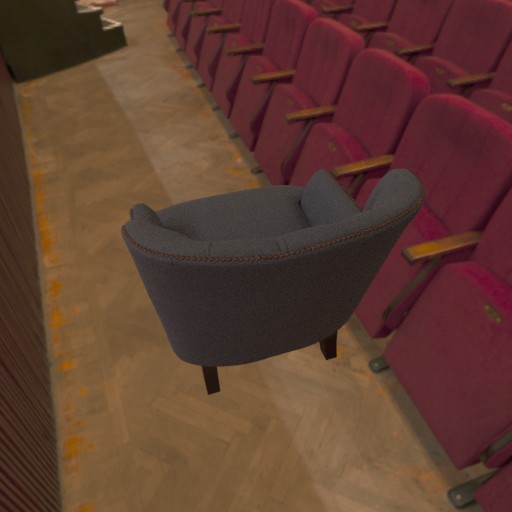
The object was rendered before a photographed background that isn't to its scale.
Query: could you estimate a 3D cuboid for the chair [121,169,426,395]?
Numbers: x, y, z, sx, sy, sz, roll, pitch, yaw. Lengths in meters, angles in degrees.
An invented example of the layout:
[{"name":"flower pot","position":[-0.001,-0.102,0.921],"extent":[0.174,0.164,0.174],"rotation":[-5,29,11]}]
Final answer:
[{"name":"chair","position":[0.000,0.000,1.604],"extent":[0.848,0.868,0.906],"rotation":[-13,44,-13]}]
